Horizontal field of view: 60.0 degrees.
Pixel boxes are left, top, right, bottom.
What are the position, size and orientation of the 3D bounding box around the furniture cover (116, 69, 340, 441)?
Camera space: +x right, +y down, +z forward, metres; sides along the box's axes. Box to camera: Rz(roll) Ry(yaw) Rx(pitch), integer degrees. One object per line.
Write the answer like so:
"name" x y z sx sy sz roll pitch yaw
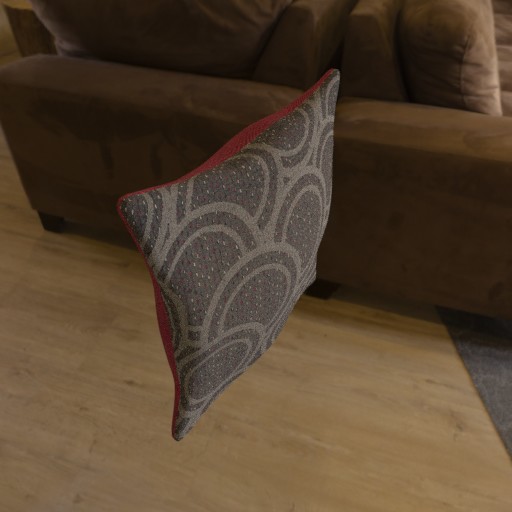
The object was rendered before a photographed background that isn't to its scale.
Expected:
"furniture cover" 0.000 0.000 0.789 0.163 0.513 0.514 24 46 25
